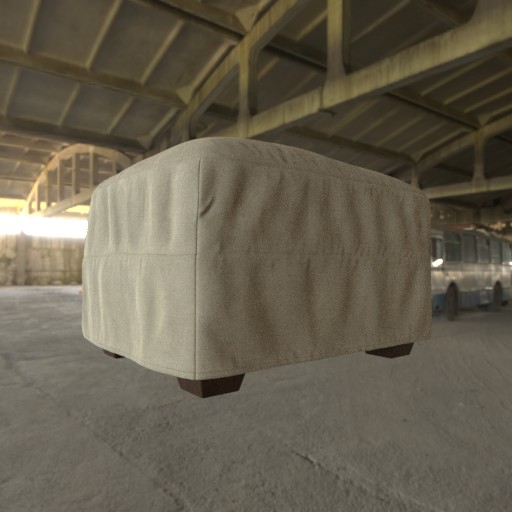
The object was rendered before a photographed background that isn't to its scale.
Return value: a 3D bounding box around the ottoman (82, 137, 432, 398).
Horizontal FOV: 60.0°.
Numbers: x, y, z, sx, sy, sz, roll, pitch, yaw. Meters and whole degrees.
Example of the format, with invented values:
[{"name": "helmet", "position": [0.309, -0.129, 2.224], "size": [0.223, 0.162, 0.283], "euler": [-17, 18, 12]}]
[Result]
[{"name": "ottoman", "position": [0.000, 0.000, 1.085], "size": [0.712, 0.480, 0.584], "euler": [1, -2, -38]}]
